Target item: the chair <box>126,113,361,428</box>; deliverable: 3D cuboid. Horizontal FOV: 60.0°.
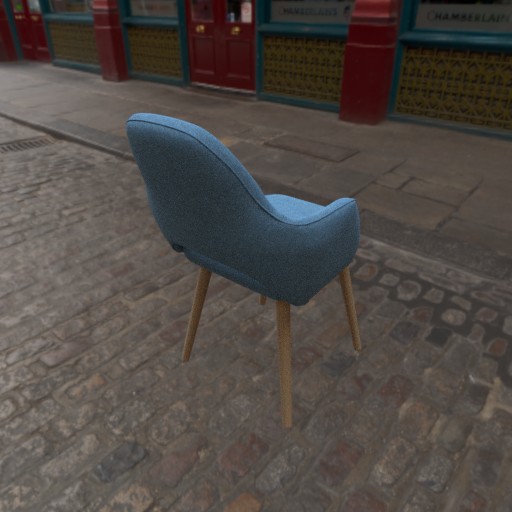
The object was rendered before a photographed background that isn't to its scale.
[{"bbox_3d":[0.000,0.000,1.330,0.589,0.920,0.666,22,36,33],"label":"chair"}]
